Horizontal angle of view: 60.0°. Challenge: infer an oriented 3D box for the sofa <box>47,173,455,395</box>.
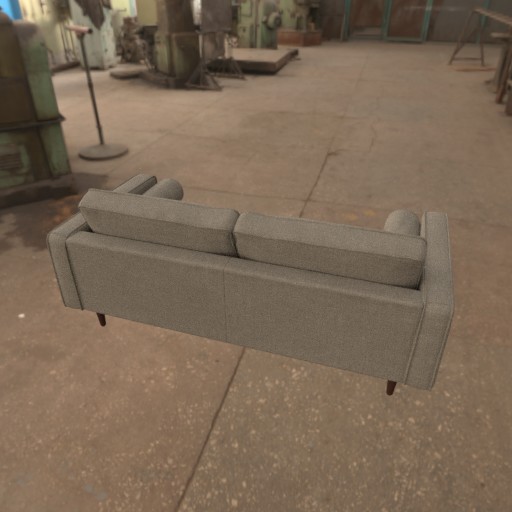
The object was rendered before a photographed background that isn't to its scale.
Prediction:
[{"bbox_3d":[0.000,0.000,2.342,1.879,0.762,0.914,10,33,15],"label":"sofa"}]
